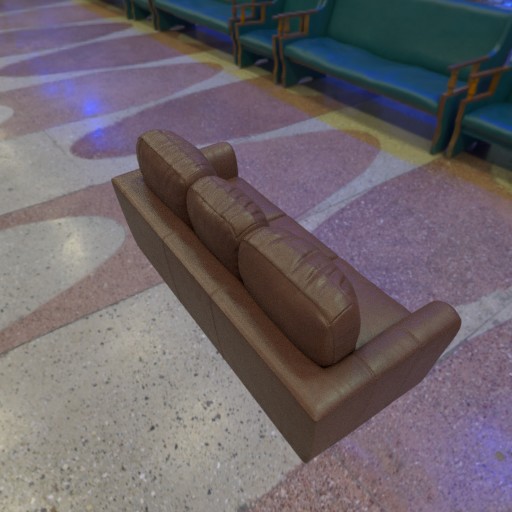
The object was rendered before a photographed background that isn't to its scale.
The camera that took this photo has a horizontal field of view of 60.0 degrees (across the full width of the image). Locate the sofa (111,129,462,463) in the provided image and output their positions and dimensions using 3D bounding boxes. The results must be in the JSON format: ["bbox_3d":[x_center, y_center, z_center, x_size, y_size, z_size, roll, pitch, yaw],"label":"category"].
[{"bbox_3d":[0.000,0.000,2.288,0.802,0.915,1.862,-25,47,-25],"label":"sofa"}]
